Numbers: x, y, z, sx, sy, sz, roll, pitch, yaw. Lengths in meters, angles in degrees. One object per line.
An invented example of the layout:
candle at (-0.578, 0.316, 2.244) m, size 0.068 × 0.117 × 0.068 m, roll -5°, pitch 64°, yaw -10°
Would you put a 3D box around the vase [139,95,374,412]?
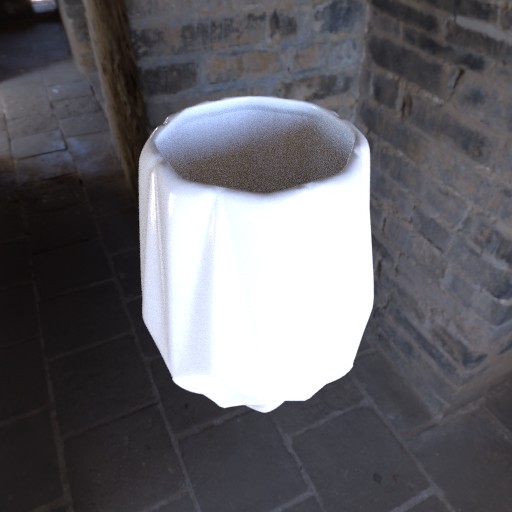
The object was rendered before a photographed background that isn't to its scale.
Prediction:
vase at (0.000, 0.000, 0.258) m, size 0.141 × 0.152 × 0.141 m, roll 0°, pitch 42°, yaw 0°
